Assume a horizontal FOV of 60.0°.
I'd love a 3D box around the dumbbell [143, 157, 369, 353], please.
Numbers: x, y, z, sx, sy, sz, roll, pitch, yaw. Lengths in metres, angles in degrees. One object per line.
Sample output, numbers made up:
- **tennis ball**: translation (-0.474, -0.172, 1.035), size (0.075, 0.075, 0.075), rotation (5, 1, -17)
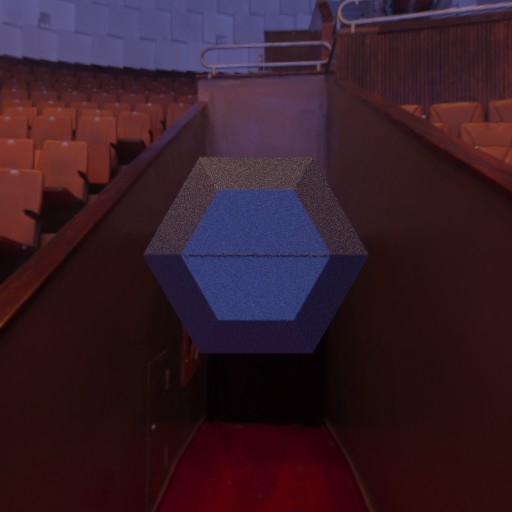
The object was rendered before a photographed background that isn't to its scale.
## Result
- **dumbbell**: translation (0.000, 0.000, 0.325), size (0.106, 0.092, 0.272), rotation (0, 0, 0)
